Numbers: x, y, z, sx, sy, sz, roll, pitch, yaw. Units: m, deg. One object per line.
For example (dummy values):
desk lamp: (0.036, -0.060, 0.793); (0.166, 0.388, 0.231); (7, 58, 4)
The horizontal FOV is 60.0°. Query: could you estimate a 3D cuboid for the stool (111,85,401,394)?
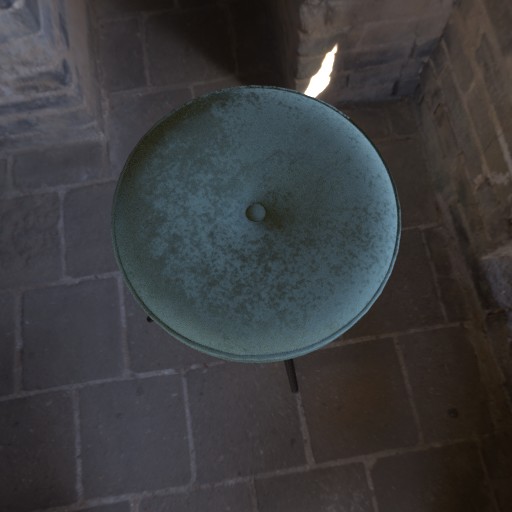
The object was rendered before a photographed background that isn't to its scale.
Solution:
stool: (0.000, 0.000, 0.853); (0.458, 0.519, 0.457); (33, 78, 8)
